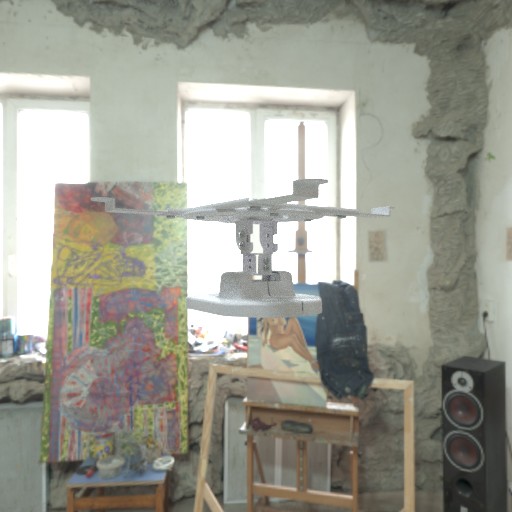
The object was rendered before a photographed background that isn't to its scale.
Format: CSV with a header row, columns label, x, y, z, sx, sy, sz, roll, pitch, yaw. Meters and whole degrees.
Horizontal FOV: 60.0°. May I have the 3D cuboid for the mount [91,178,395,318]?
label,x,y,z,sx,sy,sz,roll,pitch,yaw
mount,0.000,0.000,0.599,0.394,0.141,0.394,0,0,-36
